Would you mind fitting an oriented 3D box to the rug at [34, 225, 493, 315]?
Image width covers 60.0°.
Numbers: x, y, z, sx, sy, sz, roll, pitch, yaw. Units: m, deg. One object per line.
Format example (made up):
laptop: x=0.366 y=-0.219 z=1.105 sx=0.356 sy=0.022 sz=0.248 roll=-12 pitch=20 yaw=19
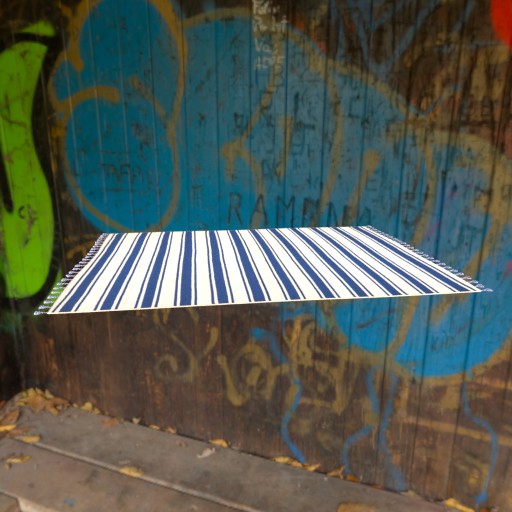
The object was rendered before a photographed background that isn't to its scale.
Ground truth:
rug: x=0.000 y=0.000 z=4.390 sx=3.416 sy=0.016 sz=2.471 roll=-2 pitch=16 yaw=-8
